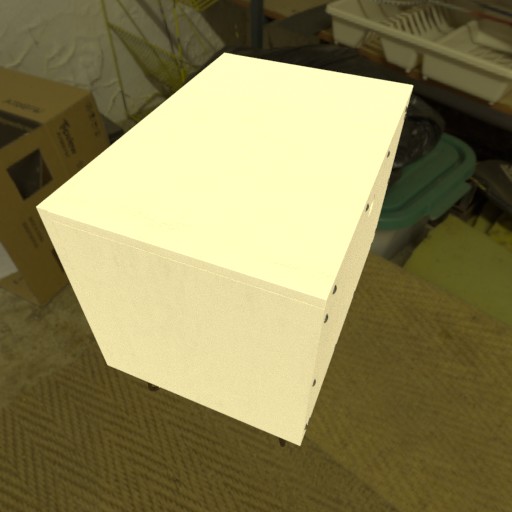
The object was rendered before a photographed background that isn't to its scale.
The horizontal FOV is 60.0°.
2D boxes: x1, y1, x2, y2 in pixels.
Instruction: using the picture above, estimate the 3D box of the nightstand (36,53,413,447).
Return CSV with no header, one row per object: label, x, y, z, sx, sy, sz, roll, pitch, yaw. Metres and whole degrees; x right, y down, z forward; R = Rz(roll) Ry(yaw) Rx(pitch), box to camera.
nightstand,0.000,0.000,0.989,0.447,0.604,0.614,17,48,16
